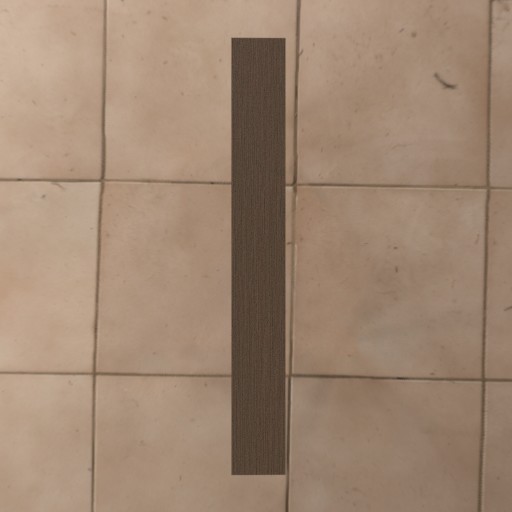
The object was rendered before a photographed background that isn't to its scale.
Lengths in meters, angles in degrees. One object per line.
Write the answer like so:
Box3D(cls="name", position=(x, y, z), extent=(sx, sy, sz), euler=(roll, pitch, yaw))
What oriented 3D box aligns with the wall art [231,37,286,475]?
Box3D(cls="wall art", position=(0.000, 0.000, 0.460), extent=(0.038, 0.303, 0.304), euler=(0, 90, -1))
